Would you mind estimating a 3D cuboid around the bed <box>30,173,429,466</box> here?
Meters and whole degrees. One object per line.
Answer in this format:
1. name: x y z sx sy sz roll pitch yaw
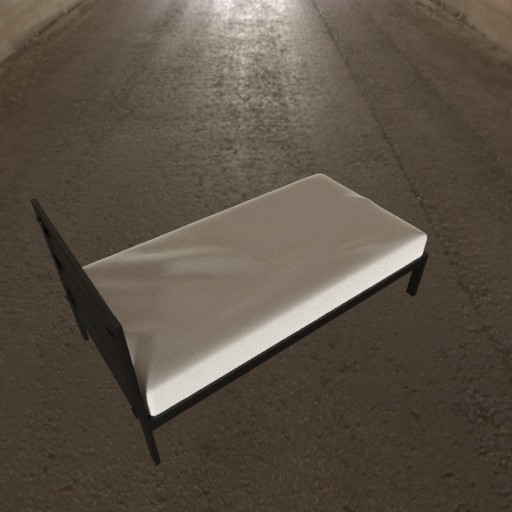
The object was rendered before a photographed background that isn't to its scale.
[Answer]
1. bed: 0.000 0.000 2.520 1.930 0.967 0.991 -25 46 -27
